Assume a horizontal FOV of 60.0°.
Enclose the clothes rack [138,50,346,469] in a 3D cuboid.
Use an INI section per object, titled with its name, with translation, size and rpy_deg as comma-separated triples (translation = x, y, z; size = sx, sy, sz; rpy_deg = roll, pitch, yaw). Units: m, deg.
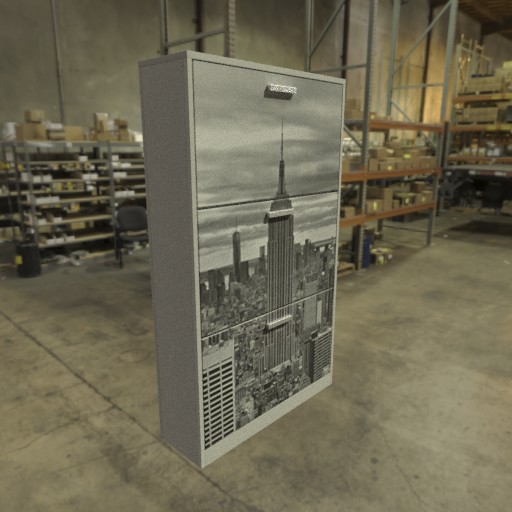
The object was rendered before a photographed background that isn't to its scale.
[clothes rack]
translation = 0.000, 0.000, 1.646
size = 0.250, 1.280, 0.750
rpy_deg = 13, 19, 42
